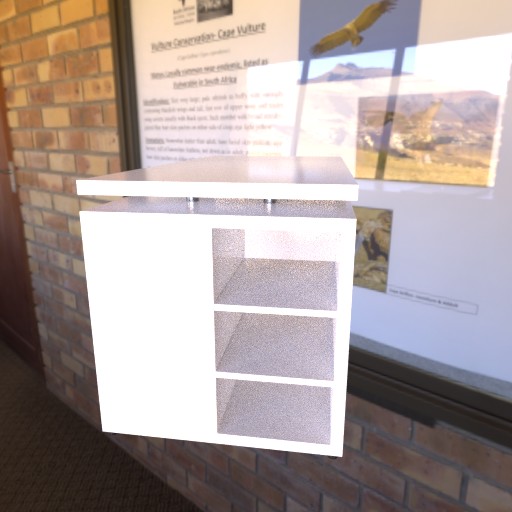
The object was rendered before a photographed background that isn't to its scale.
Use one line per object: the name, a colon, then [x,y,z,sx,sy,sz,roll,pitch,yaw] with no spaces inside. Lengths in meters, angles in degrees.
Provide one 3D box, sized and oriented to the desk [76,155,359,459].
desk: [0.000,0.000,1.820,0.690,0.740,1.400,2,15,9]
